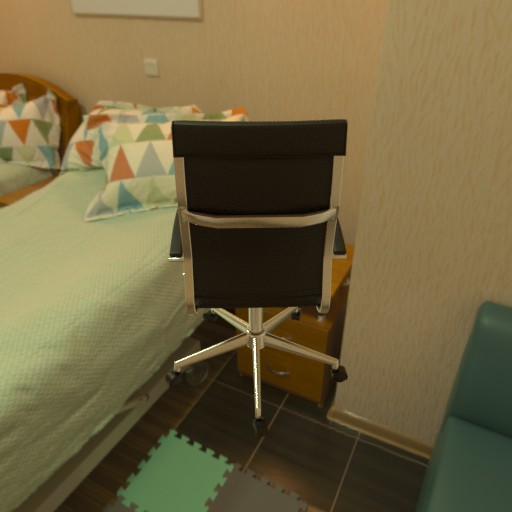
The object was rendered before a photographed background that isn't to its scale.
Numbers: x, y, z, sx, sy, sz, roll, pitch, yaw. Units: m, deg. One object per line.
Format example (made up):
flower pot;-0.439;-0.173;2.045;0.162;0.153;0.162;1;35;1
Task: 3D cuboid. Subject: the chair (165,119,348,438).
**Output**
chair;0.000;0.000;1.653;0.766;1.149;0.739;-1;31;-2
